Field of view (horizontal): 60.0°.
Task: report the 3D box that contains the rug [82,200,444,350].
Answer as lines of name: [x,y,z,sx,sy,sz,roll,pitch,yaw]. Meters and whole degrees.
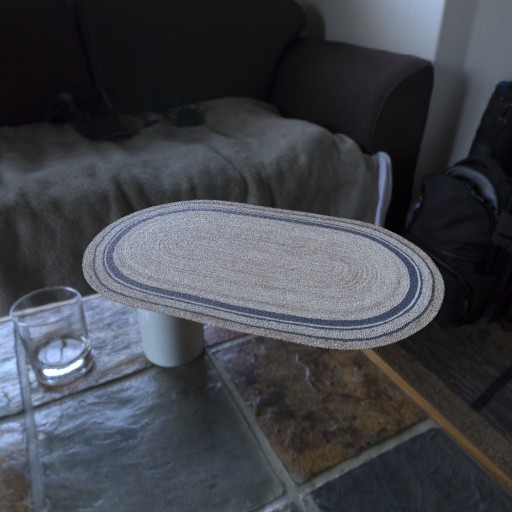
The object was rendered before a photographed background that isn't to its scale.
rug: [0.000,0.000,3.041,2.432,0.006,1.520,10,33,15]
